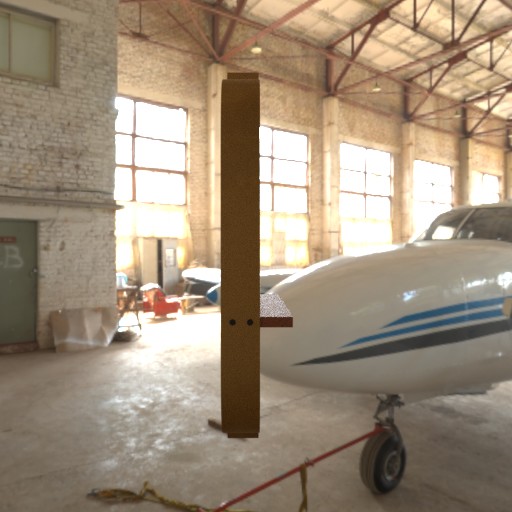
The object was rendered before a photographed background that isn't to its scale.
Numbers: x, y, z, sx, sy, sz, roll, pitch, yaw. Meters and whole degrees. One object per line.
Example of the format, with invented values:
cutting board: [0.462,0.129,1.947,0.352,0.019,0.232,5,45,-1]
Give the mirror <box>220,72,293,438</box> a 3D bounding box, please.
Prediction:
mirror: [0.000,0.000,0.743,0.096,0.613,0.323,0,1,0]
